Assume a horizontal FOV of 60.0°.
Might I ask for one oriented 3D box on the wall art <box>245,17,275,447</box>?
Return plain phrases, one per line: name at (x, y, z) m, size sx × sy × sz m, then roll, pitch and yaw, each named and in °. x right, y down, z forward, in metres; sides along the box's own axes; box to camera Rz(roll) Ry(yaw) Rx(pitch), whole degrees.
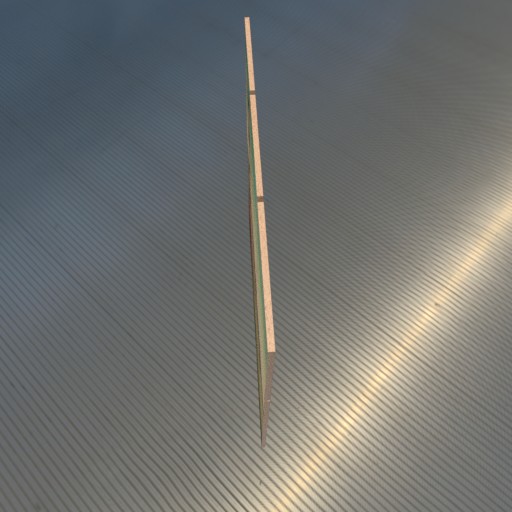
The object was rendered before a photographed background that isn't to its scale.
wall art at (0.000, 0.000, 1.312) m, size 0.012 × 0.910 × 0.917 m, roll -3°, pitch 58°, yaw -2°
